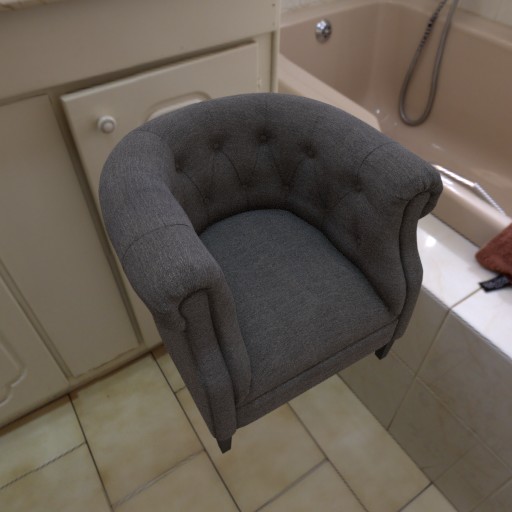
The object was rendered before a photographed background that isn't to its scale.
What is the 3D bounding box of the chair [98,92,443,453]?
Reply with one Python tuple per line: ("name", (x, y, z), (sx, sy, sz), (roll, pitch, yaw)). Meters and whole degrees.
("chair", (0.000, 0.000, 1.536), (0.905, 0.827, 0.852), (-23, 51, -21))
